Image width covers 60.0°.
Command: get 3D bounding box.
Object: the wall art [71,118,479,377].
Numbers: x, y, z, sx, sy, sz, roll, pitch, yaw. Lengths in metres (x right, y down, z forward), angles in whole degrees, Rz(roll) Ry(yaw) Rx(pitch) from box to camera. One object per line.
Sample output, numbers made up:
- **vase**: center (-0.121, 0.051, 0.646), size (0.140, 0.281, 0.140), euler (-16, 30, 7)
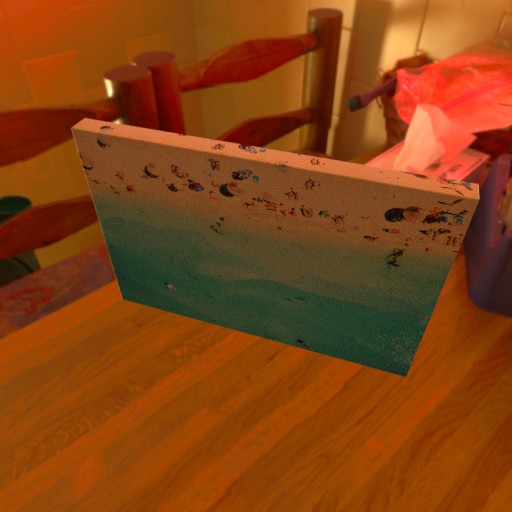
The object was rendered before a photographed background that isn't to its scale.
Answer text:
- **wall art**: center (0.000, 0.000, 0.782), size (0.609, 0.406, 0.039), euler (13, 44, 14)
